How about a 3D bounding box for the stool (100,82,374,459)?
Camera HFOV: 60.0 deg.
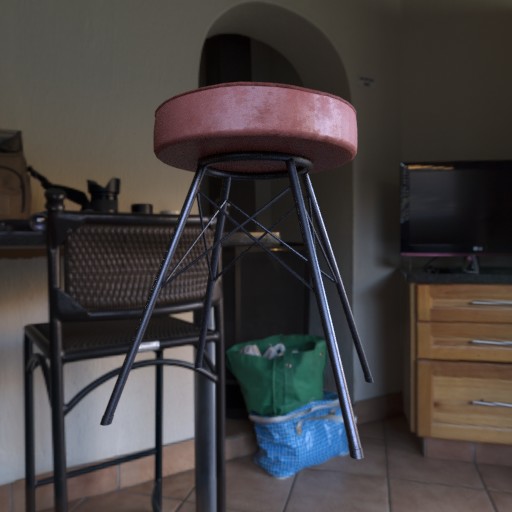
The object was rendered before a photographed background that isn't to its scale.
[{"bbox_3d":[0.000,0.000,0.913,0.457,0.593,0.421,0,1,17],"label":"stool"}]
